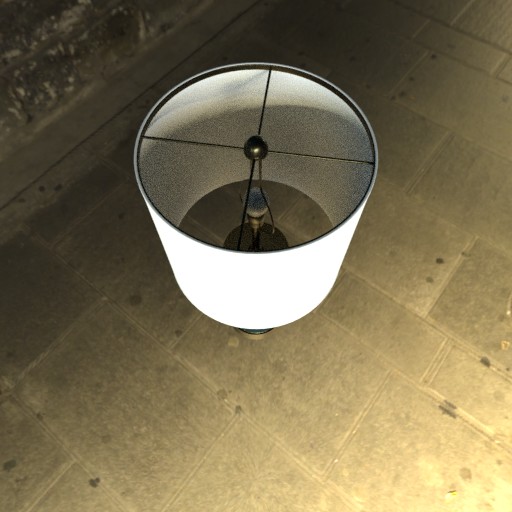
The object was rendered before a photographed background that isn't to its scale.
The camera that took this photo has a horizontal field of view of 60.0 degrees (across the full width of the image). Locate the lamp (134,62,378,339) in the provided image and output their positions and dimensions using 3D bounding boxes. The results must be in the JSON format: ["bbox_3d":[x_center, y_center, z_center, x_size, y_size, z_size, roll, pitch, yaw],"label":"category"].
[{"bbox_3d":[0.000,0.000,0.818,0.301,0.630,0.301,-34,68,-16],"label":"lamp"}]
